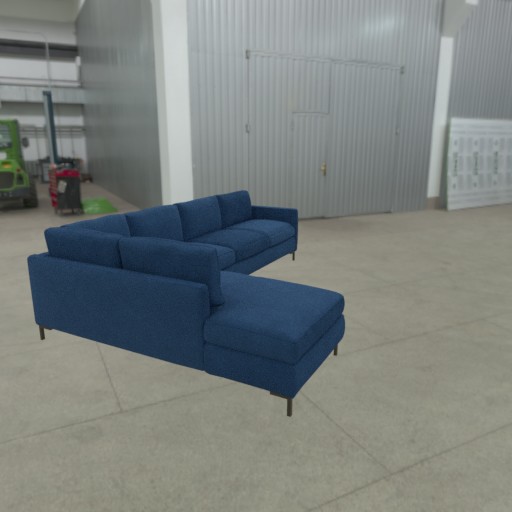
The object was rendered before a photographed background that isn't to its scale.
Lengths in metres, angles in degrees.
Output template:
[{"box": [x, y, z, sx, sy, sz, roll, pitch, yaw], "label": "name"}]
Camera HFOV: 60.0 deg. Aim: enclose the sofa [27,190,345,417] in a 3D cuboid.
[{"box": [0.000, 0.000, 3.829, 2.007, 0.815, 2.949, 8, 16, 27], "label": "sofa"}]
